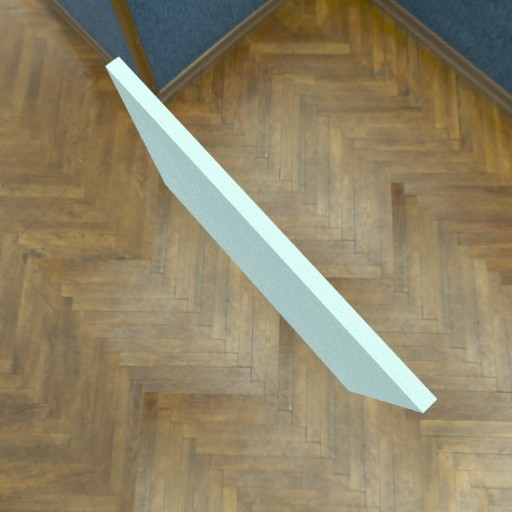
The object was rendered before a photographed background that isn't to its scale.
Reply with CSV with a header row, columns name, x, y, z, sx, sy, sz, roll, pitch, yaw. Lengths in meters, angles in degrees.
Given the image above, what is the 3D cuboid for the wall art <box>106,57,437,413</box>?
name,x,y,z,sx,sy,sz,roll,pitch,yaw
wall art,0.000,0.000,1.651,0.051,0.902,1.308,-40,80,-9
